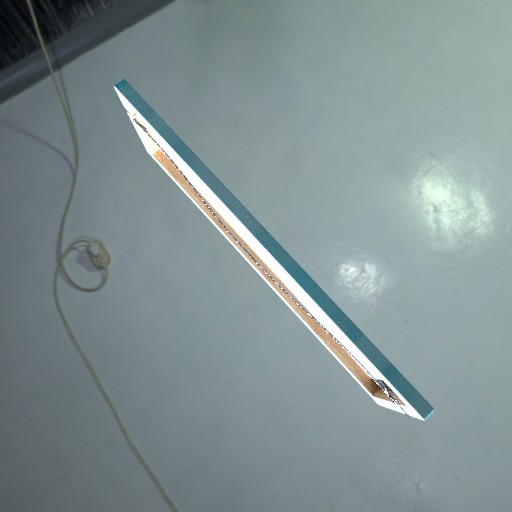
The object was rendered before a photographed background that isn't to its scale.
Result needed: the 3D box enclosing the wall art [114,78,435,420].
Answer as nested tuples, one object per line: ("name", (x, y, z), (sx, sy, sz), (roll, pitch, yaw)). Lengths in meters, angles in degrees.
("wall art", (0.000, 0.000, 0.847), (0.044, 0.254, 0.759), (-41, 80, -9))
